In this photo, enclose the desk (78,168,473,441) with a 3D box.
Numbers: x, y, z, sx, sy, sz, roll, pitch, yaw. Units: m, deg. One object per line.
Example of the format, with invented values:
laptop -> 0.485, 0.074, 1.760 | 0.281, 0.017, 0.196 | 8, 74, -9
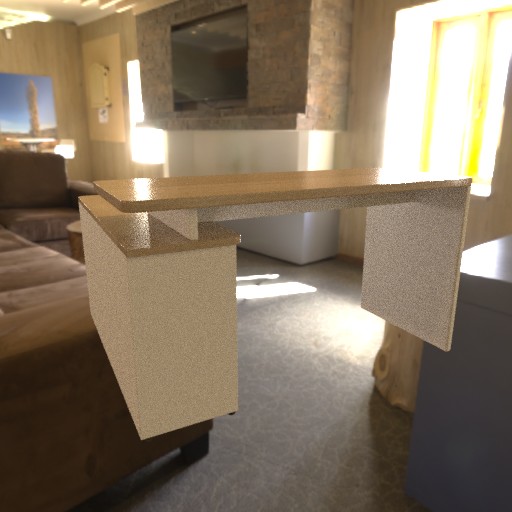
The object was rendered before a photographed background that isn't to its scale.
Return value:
desk -> 0.000, 0.000, 2.086 | 1.400, 0.770, 1.175 | -8, 18, -26
